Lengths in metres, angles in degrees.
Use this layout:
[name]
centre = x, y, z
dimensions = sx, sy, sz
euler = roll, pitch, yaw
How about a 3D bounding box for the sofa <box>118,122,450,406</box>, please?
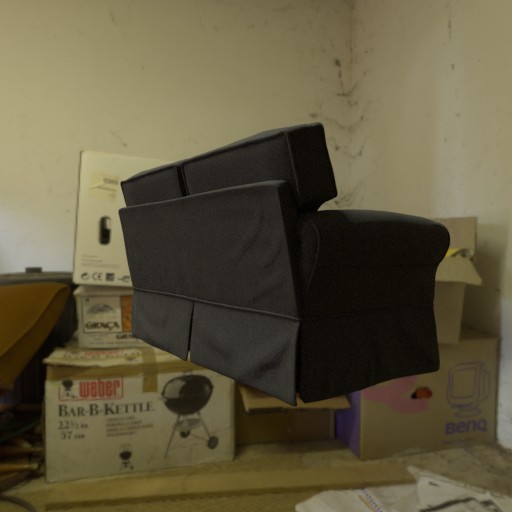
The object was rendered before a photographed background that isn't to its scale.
[sofa]
centre = 0.000, 0.000, 2.450
dimensions = 0.997, 1.059, 1.801
euler = -1, 2, -37
